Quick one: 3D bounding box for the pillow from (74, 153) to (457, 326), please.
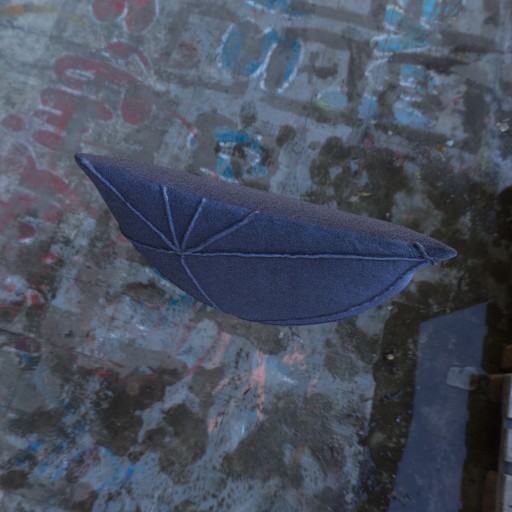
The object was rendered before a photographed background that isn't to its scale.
[{"bbox_3d":[0.000,0.000,0.683,0.439,0.440,0.183,14,75,4],"label":"pillow"}]
